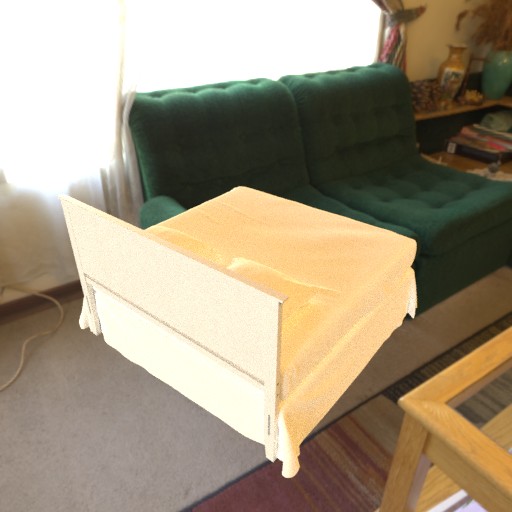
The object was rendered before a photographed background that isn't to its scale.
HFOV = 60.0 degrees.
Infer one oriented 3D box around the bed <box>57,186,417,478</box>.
[{"bbox_3d":[0.000,0.000,3.692,2.317,1.273,2.215,23,38,33],"label":"bed"}]
